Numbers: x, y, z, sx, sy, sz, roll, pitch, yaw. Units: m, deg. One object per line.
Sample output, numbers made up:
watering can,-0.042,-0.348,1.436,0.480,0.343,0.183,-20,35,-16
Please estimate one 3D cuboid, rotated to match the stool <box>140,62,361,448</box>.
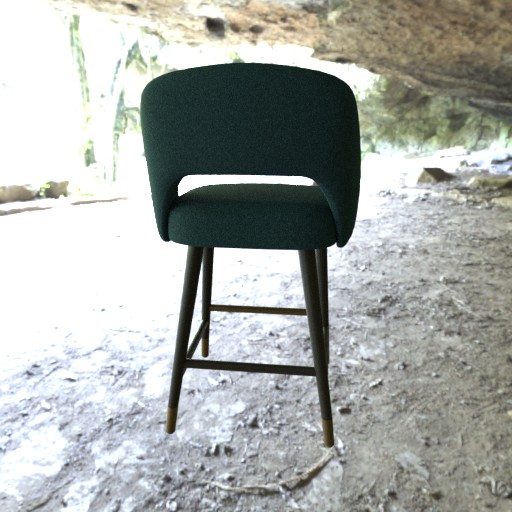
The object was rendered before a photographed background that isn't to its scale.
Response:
stool,0.000,0.000,1.237,0.536,0.939,0.522,2,17,7
